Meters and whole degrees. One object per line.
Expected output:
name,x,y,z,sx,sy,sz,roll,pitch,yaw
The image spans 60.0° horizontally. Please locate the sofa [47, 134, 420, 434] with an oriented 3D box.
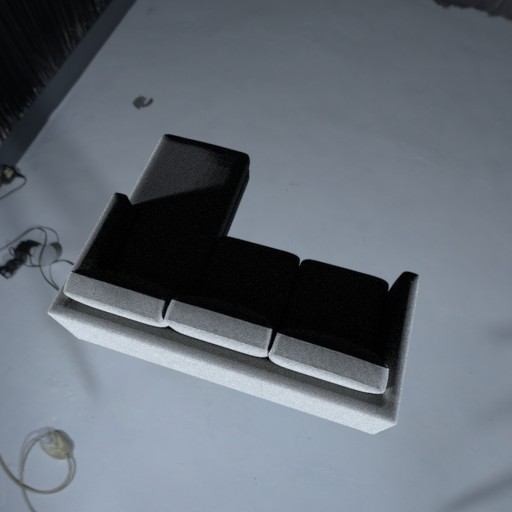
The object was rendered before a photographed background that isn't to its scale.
sofa,0.000,0.000,2.993,2.055,0.957,1.667,16,64,8
